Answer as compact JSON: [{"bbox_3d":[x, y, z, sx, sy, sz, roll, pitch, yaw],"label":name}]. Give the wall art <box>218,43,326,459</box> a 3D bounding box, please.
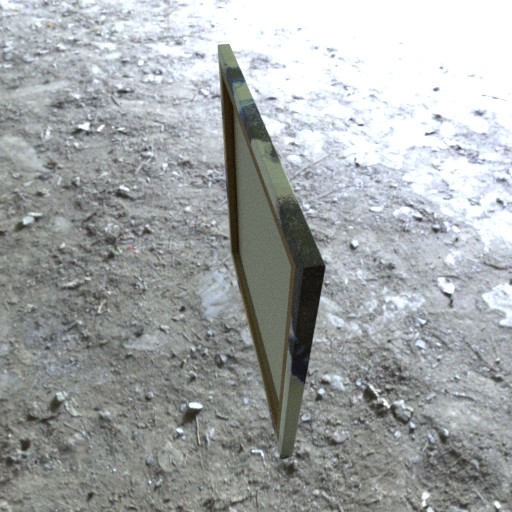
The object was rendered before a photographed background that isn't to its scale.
[{"bbox_3d":[0.000,0.000,1.322,0.038,0.885,0.887,-9,48,-8],"label":"wall art"}]
